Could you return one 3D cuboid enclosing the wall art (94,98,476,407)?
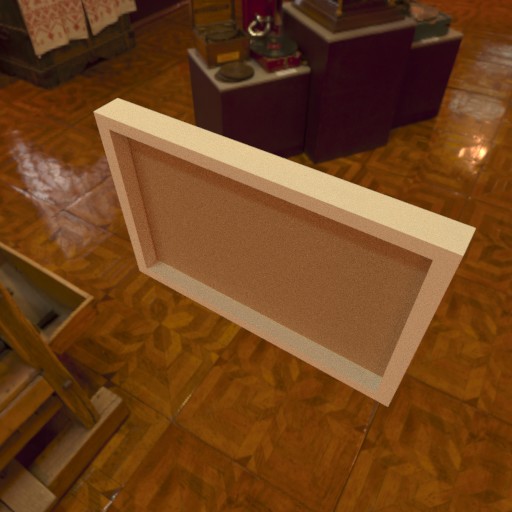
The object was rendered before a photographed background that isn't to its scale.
[{"bbox_3d":[0.000,0.000,0.498,0.384,0.254,0.039,26,52,22],"label":"wall art"}]
